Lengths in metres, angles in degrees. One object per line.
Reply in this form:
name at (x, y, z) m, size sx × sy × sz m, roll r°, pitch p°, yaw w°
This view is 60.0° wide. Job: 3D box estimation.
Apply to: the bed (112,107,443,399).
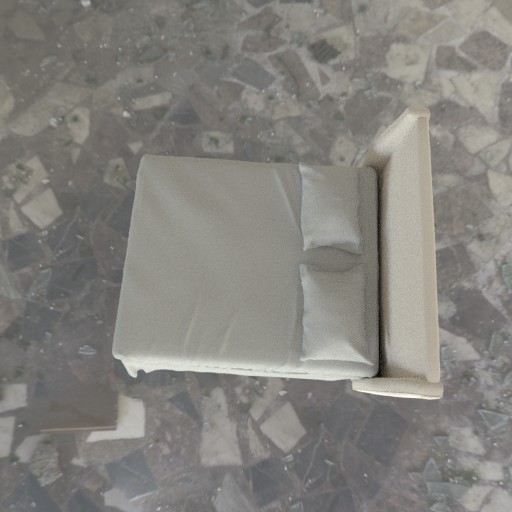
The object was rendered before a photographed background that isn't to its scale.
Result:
bed at (0.000, 0.000, 3.409) m, size 2.276 × 1.332 × 1.925 m, roll 4°, pitch 74°, yaw 1°
